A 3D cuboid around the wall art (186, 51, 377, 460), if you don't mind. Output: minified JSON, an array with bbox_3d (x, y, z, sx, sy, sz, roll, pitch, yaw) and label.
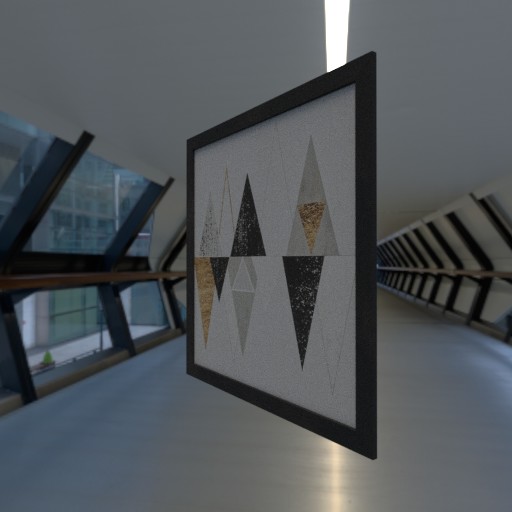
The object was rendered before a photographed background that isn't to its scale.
[{"bbox_3d":[0.000,0.000,1.230,0.013,0.823,0.823,0,0,-36],"label":"wall art"}]
